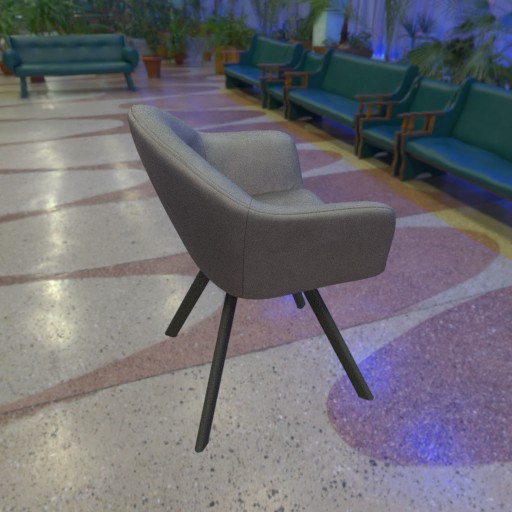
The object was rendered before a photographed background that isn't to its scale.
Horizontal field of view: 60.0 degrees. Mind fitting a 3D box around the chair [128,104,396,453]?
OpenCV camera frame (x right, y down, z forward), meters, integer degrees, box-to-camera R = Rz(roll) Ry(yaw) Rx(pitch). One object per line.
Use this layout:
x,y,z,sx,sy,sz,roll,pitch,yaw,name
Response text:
0.000,0.000,1.162,0.544,0.781,0.567,-10,33,-16,chair
